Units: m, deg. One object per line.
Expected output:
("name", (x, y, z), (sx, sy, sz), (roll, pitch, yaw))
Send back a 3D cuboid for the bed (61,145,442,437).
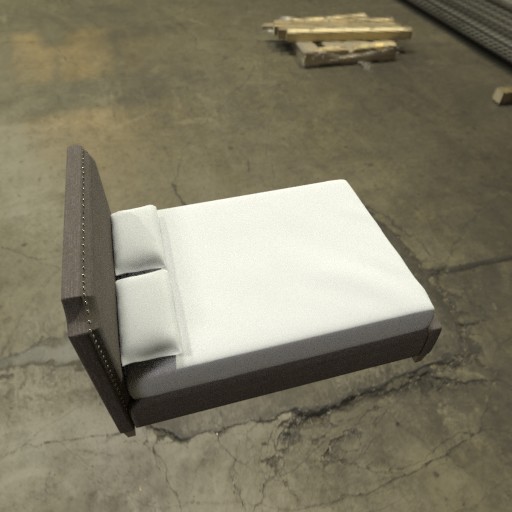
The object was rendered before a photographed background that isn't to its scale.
("bed", (0.000, 0.000, 3.388), (2.381, 1.457, 1.713), (-11, 47, -11))
